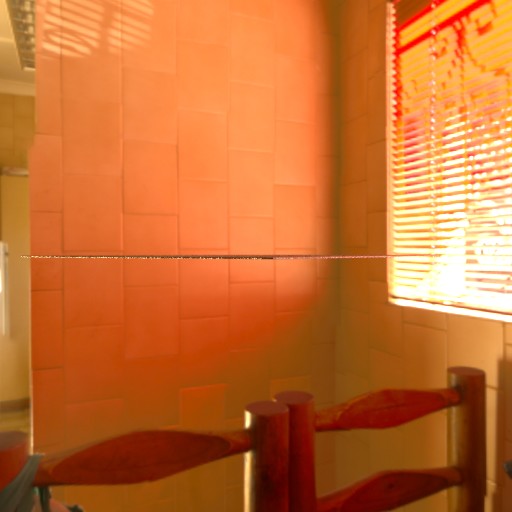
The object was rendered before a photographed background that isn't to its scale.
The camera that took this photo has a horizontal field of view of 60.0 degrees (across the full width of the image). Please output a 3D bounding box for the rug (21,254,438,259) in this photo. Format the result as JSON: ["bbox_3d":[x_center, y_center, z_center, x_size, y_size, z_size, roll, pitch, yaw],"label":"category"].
[{"bbox_3d":[0.000,0.000,4.054,2.434,0.013,3.057,0,0,36],"label":"rug"}]
